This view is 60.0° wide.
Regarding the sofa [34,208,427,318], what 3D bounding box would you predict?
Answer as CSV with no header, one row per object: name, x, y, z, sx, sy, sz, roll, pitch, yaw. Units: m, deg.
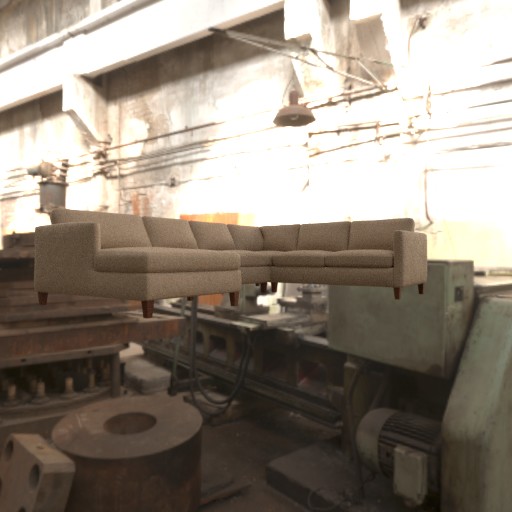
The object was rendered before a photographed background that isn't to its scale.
sofa,0.000,0.000,4.590,2.551,0.889,3.403,0,0,37
